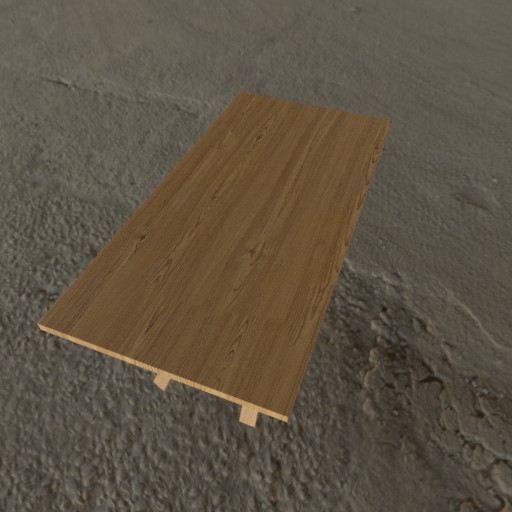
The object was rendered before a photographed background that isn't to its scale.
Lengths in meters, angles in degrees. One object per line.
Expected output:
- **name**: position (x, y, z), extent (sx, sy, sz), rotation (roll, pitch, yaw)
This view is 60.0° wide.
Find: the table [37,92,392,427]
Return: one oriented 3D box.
- **table**: position (0.000, 0.000, 2.245), extent (0.901, 0.750, 1.797), rotation (16, 49, 14)
